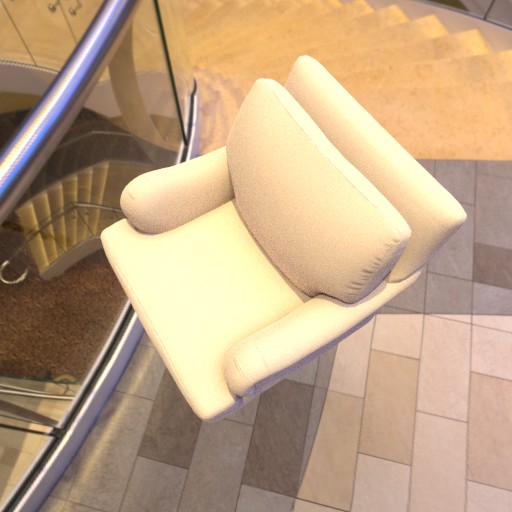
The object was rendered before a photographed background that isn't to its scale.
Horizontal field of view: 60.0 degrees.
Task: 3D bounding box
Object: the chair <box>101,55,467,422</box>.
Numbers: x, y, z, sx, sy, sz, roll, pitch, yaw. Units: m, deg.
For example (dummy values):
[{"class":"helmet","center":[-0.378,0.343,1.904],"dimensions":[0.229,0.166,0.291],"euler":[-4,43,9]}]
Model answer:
[{"class":"chair","center":[0.000,0.000,1.854],"dimensions":[1.070,1.038,0.955],"euler":[-30,68,-14]}]
